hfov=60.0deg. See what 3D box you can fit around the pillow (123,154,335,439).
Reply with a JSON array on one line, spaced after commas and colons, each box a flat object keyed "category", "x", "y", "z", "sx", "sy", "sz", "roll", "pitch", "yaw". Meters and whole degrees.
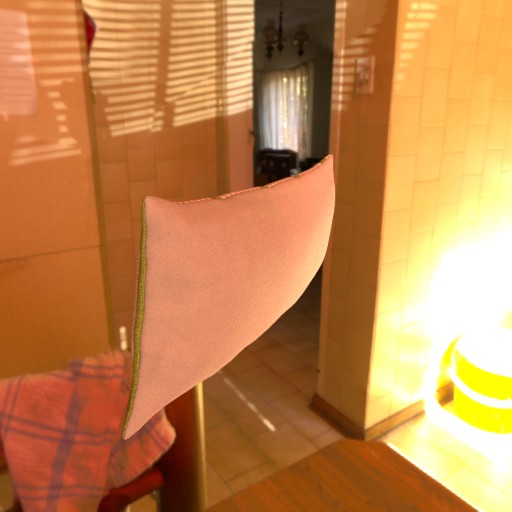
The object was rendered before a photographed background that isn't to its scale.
[{"category": "pillow", "x": 0.000, "y": 0.000, "z": 0.724, "sx": 0.156, "sy": 0.292, "sz": 0.608, "roll": 8, "pitch": 18, "yaw": 25}]
